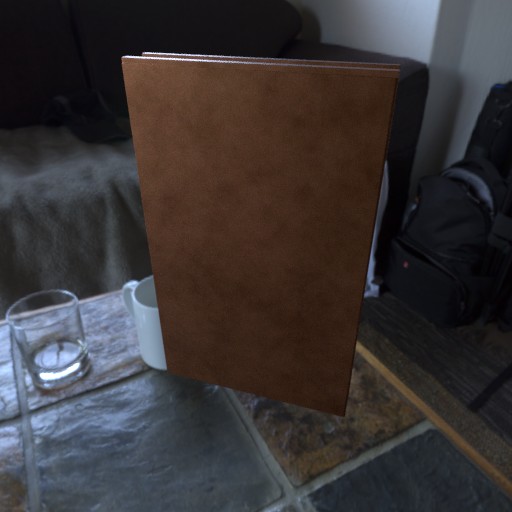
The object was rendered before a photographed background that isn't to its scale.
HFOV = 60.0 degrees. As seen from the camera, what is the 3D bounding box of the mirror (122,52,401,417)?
[{"bbox_3d":[0.000,0.000,0.942,0.468,0.768,0.082,10,33,15],"label":"mirror"}]
